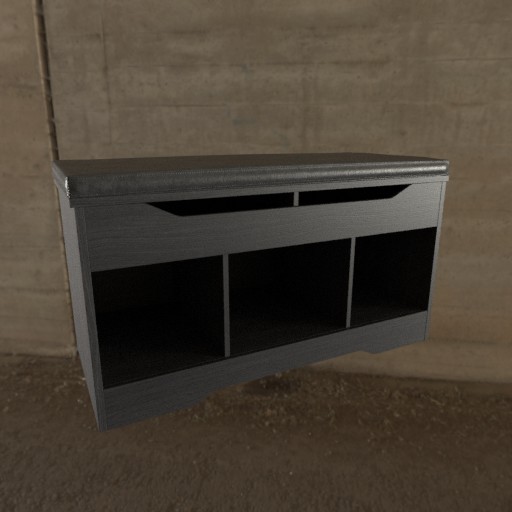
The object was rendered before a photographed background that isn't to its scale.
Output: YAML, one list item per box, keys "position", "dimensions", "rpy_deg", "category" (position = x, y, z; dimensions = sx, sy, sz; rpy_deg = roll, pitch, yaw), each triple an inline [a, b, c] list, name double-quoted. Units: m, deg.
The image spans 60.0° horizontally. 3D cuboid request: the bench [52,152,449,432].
- position: [0.000, 0.000, 1.160]
  dimensions: [0.905, 0.501, 0.401]
  rpy_deg: [-8, 18, -26]
  category: "bench"
